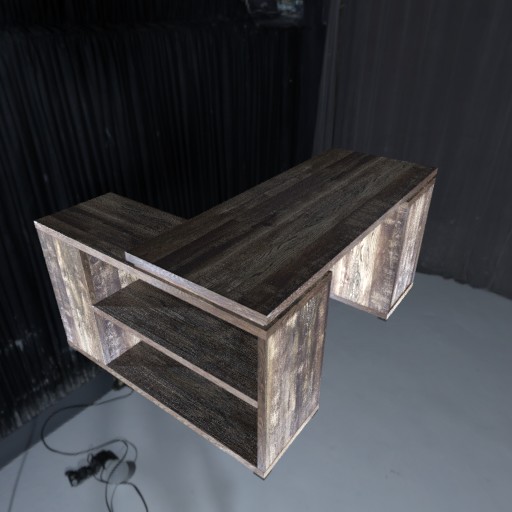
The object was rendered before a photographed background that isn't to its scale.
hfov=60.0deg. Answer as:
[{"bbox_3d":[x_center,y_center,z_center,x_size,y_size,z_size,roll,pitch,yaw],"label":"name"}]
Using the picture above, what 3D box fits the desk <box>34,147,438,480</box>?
[{"bbox_3d":[0.000,0.000,2.251,1.200,0.753,1.524,21,36,31],"label":"desk"}]
